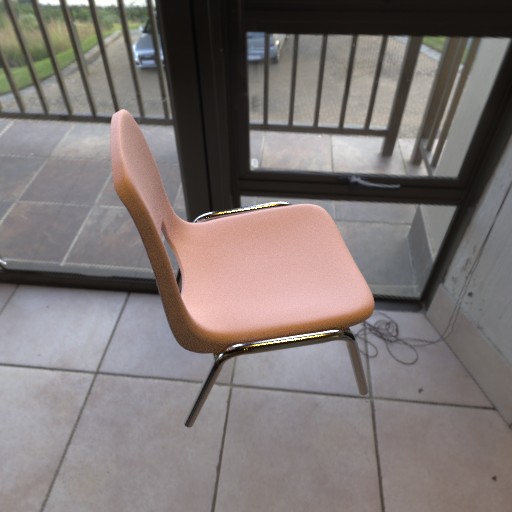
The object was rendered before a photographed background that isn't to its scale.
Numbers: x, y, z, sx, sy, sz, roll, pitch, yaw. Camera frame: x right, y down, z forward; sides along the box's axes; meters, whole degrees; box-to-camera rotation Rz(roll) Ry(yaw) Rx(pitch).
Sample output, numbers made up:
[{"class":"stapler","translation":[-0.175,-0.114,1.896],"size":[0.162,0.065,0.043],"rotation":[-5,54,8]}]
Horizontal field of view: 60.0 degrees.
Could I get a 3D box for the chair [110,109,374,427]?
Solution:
[{"class":"chair","translation":[0.000,0.000,0.789],"size":[0.385,0.536,0.354],"rotation":[-9,46,-9]}]
